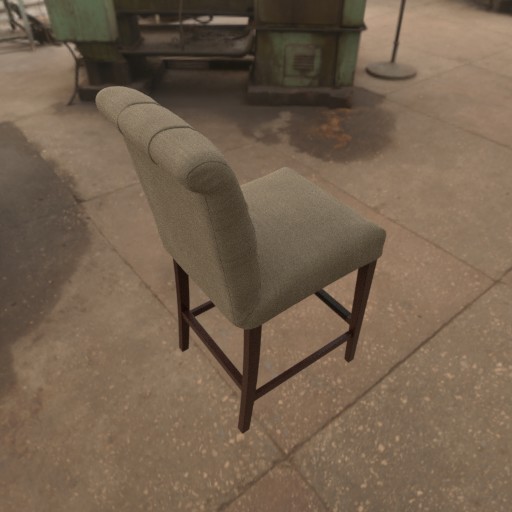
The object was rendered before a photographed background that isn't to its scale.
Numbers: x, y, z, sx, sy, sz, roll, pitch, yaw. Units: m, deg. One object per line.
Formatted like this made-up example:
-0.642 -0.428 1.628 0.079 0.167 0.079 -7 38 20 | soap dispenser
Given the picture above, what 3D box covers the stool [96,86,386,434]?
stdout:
0.000 0.000 1.418 0.660 1.084 0.486 -25 47 -26 | stool
